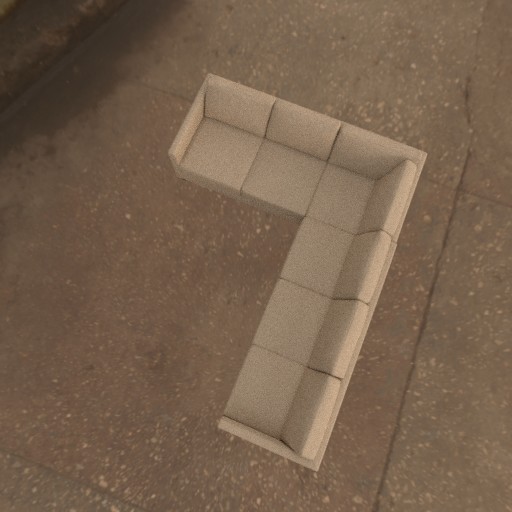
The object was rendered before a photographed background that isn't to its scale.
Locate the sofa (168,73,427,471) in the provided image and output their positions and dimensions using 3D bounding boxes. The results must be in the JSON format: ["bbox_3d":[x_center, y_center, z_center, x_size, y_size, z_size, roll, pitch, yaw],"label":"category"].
[{"bbox_3d":[0.000,0.000,4.408,2.432,0.863,3.182,22,76,6],"label":"sofa"}]
